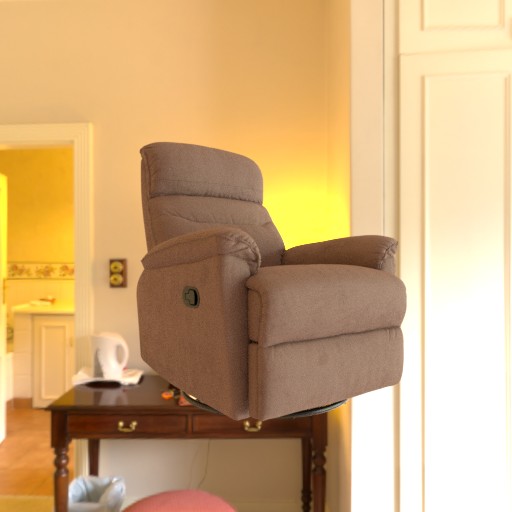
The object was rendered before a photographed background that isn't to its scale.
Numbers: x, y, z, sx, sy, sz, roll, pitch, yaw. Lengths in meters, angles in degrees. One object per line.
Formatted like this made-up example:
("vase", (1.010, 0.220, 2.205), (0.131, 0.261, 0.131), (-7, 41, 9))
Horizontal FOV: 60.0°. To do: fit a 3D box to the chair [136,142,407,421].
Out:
("chair", (0.000, 0.000, 1.770), (0.820, 1.037, 1.004), (0, 0, -37))
